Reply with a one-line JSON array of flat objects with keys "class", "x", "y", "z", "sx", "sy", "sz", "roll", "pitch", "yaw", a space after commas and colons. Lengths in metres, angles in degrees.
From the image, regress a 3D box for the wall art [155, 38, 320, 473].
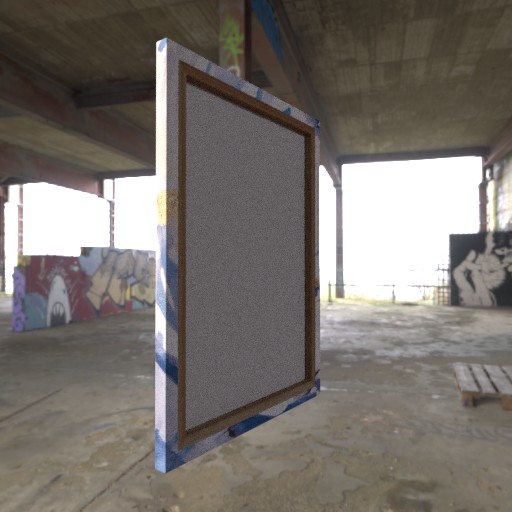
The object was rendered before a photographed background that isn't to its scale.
[{"class": "wall art", "x": 0.000, "y": 0.000, "z": 1.347, "sx": 0.038, "sy": 1.015, "sz": 0.761, "roll": -1, "pitch": -1, "yaw": 36}]
